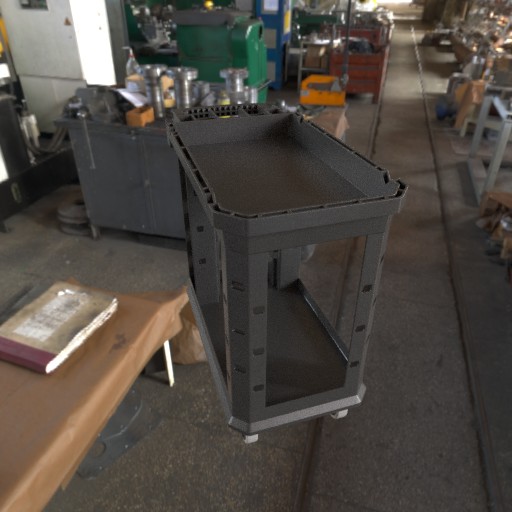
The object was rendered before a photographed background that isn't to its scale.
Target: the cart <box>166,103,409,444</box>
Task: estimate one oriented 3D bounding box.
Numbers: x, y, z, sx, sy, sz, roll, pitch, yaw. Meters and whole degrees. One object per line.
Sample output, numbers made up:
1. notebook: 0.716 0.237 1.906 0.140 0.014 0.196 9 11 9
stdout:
1. cart: 0.000 0.000 1.640 0.497 0.884 1.061 -10 33 -15
